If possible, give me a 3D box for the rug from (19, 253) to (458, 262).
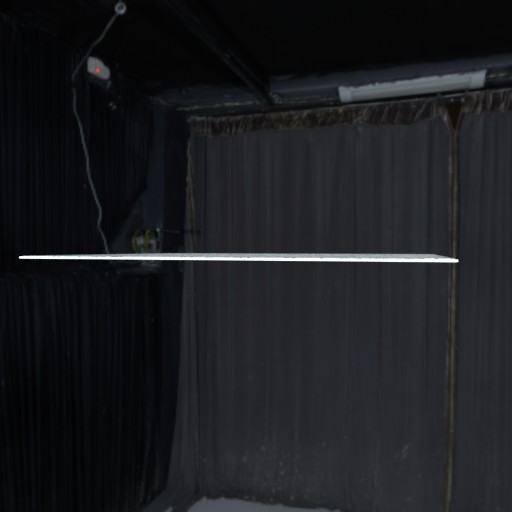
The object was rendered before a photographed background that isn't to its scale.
[{"bbox_3d":[0.000,0.000,2.815,2.197,0.014,1.586,0,1,19],"label":"rug"}]
